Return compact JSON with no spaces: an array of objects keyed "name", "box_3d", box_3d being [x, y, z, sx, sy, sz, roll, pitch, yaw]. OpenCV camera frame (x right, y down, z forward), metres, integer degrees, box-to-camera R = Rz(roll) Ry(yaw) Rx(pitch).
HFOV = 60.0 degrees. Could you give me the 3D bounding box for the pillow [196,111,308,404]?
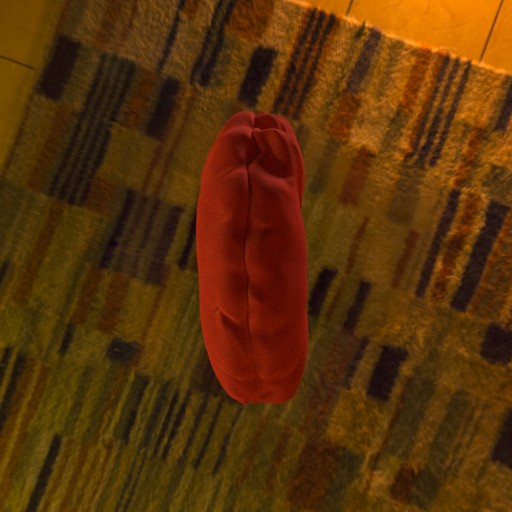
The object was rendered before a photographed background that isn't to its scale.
[{"name":"pillow","box_3d":[0.000,0.000,0.663,0.148,0.407,0.428,0,90,2]}]
